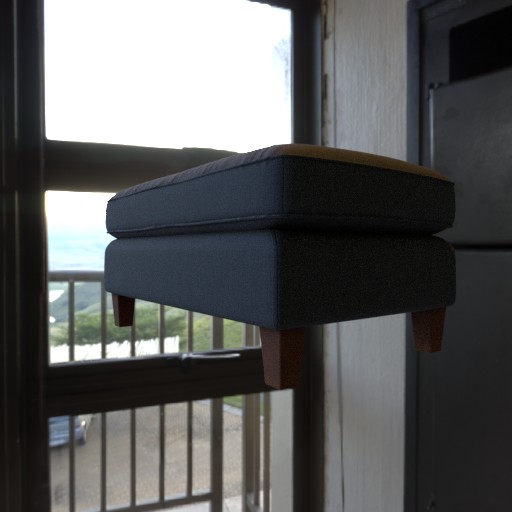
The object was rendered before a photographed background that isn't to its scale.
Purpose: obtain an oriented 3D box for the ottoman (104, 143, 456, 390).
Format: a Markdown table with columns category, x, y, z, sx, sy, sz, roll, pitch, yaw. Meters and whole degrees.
| category | x | y | z | sx | sy | sz | roll | pitch | yaw |
| --- | --- | --- | --- | --- | --- | --- | --- | --- | --- |
| ottoman | 0.000 | 0.000 | 1.207 | 0.570 | 0.438 | 0.885 | -1 | 1 | -37 |
